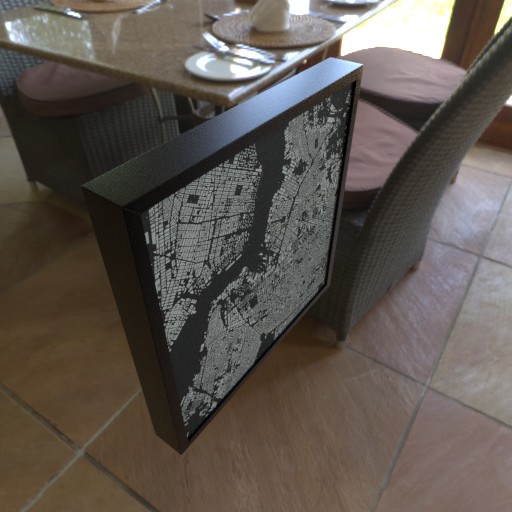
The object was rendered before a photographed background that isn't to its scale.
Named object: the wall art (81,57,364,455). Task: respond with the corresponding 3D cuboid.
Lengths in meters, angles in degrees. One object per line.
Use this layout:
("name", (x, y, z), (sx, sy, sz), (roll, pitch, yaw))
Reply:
("wall art", (0.000, 0.000, 0.443), (0.037, 0.299, 0.299), (26, 47, 27))
